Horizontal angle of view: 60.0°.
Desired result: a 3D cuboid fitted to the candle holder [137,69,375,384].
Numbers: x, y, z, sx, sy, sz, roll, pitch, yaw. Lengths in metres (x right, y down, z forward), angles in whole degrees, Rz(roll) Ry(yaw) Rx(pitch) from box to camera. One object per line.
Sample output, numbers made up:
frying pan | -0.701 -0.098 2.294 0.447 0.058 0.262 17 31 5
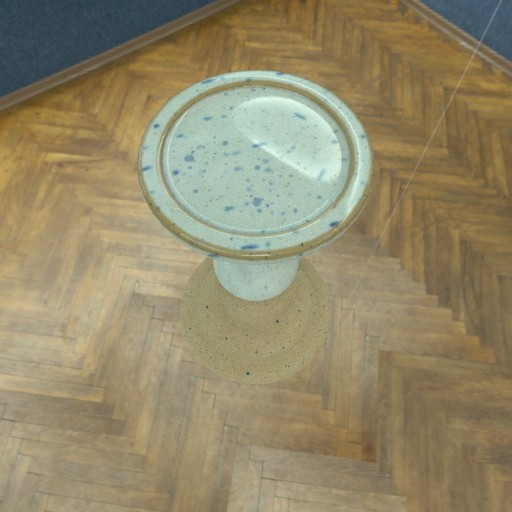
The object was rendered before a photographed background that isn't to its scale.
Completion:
candle holder | 0.000 0.000 0.282 0.123 0.202 0.123 0 63 0
